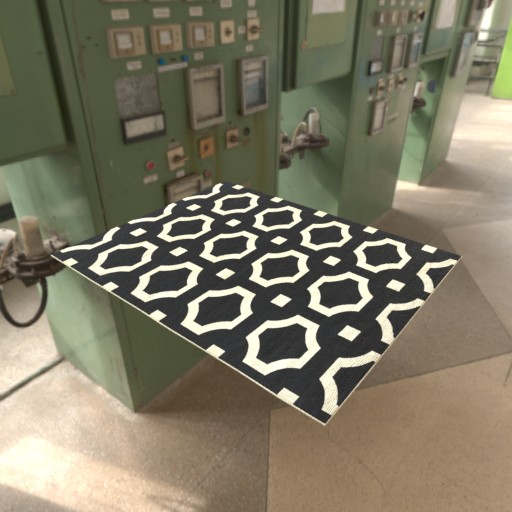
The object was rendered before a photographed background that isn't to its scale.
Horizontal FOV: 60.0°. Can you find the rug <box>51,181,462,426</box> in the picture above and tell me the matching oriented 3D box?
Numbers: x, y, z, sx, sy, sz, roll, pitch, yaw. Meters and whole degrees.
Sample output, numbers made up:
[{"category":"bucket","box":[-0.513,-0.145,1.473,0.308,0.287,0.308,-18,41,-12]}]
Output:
[{"category":"rug","box":[0.000,0.000,4.215,3.049,0.021,2.466,23,38,33]}]
